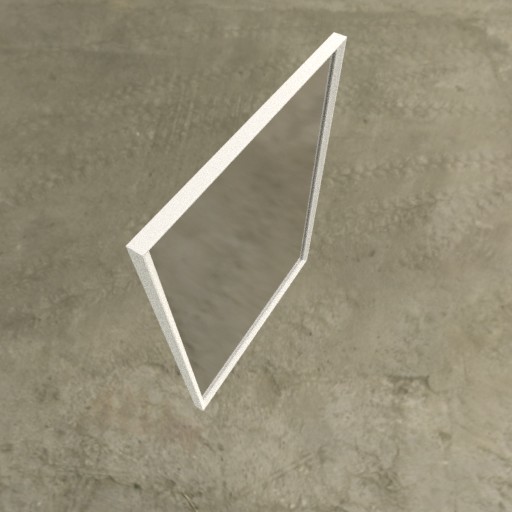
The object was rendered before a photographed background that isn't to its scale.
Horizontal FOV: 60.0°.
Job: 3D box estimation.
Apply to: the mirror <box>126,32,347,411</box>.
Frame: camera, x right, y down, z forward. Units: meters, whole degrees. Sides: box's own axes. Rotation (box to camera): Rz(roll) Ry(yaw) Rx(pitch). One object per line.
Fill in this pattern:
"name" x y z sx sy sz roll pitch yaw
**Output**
"mirror" 0.000 0.000 1.341 0.041 1.016 0.762 28 61 17
